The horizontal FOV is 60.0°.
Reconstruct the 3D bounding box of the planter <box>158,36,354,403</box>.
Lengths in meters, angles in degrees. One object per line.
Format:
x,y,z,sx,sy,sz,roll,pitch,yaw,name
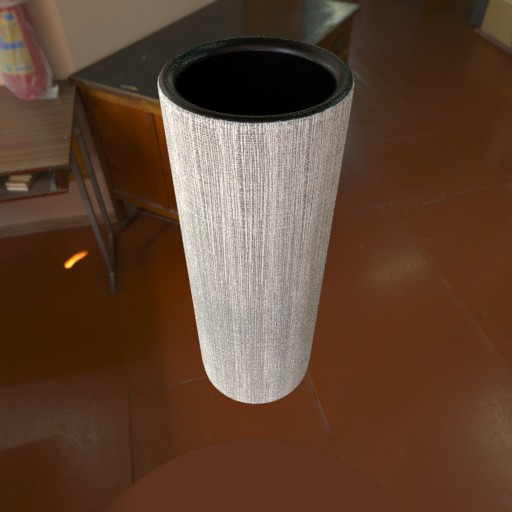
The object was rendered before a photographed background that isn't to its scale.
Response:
0.000,0.000,0.322,0.100,0.270,0.100,15,48,14,planter
